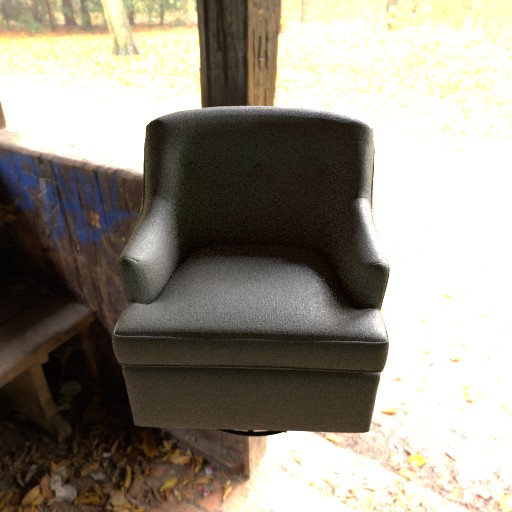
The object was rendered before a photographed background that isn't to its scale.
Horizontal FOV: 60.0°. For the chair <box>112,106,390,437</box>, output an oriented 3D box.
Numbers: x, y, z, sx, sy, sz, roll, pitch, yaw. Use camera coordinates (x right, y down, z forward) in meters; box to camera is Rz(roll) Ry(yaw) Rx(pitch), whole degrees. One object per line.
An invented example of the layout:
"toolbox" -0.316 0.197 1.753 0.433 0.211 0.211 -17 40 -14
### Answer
"chair" 0.000 0.000 1.580 0.864 0.856 0.923 1 31 2
